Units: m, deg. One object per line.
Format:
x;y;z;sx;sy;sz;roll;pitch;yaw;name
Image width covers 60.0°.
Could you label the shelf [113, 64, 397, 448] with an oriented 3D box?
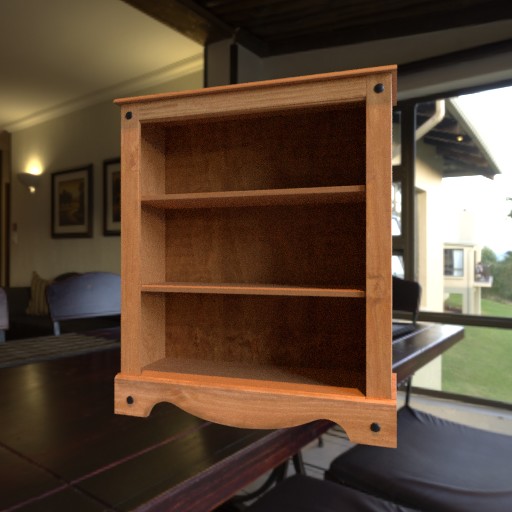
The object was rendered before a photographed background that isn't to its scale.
0.000;0.000;1.389;0.840;0.980;0.291;0;0;17;shelf
